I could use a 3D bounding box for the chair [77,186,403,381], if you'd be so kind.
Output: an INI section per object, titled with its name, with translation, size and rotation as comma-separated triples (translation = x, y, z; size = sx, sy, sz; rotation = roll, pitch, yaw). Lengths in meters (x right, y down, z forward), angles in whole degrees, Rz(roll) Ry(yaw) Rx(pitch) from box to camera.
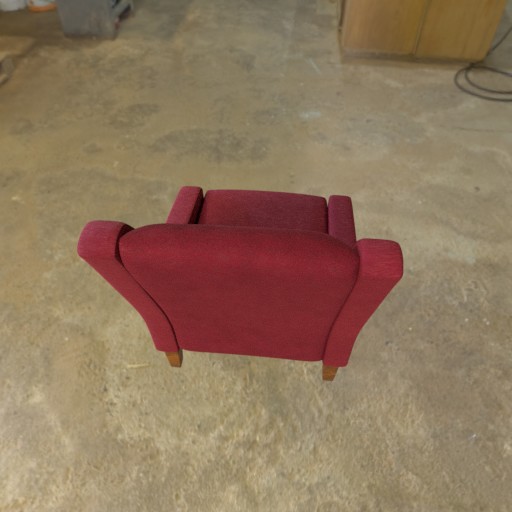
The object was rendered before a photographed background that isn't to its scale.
[chair]
translation = 0.000, 0.000, 1.720
size = 0.793, 1.017, 0.985
rotation = 4, 46, 4
